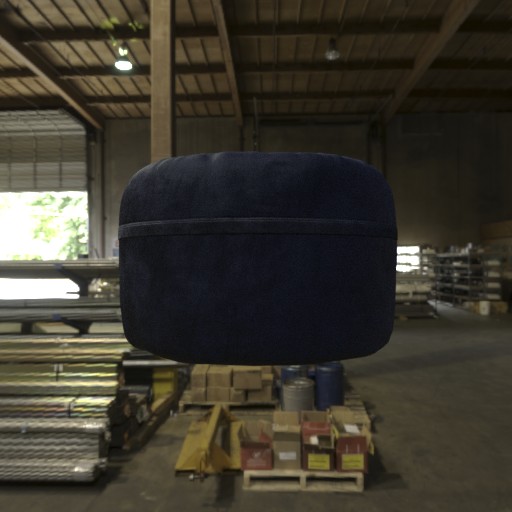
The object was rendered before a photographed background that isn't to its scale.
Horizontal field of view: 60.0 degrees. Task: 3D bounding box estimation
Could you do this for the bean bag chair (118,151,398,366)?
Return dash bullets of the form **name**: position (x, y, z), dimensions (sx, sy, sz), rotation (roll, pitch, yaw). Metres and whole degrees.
- **bean bag chair**: position (0.000, 0.000, 1.996), dimensions (1.219, 0.762, 1.219), rotation (0, 0, 0)
